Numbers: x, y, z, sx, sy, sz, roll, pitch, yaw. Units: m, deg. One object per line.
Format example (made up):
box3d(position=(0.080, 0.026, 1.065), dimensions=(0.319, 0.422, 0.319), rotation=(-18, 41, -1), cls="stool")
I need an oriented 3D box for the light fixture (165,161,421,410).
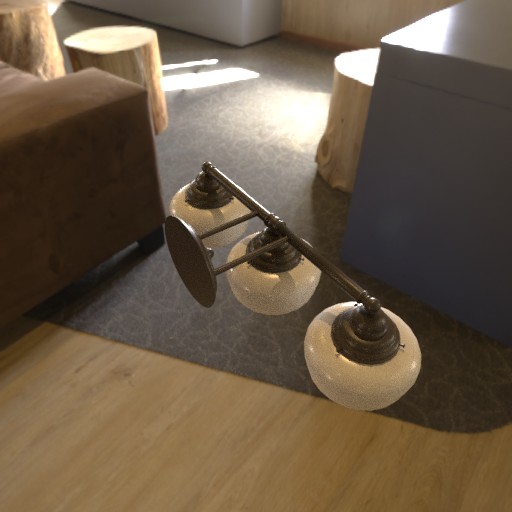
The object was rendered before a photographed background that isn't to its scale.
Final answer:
box3d(position=(0.000, 0.000, 0.721), dimensions=(0.239, 0.242, 0.587), rotation=(-25, 48, -25), cls="light fixture")
